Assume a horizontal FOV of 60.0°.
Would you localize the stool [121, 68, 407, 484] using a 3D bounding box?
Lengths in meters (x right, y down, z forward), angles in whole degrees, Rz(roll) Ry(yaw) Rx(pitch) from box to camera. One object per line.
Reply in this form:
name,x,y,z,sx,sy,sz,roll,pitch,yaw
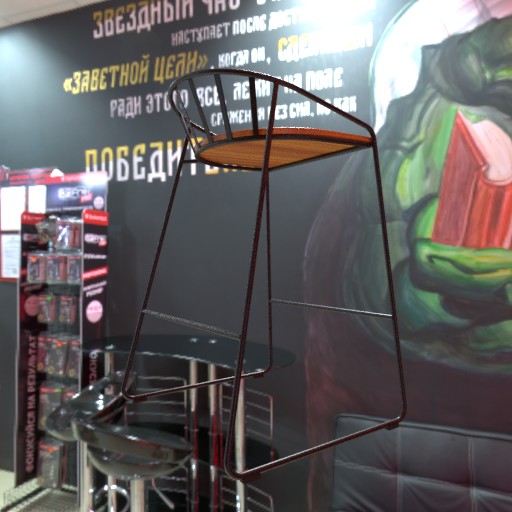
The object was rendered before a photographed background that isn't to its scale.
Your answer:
stool,0.000,0.000,1.141,0.521,0.812,0.546,0,0,-36
